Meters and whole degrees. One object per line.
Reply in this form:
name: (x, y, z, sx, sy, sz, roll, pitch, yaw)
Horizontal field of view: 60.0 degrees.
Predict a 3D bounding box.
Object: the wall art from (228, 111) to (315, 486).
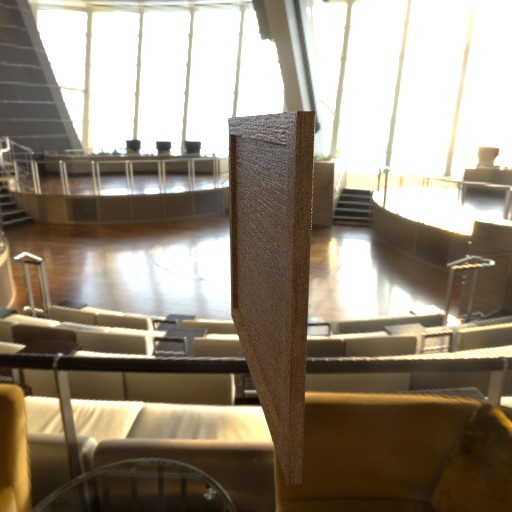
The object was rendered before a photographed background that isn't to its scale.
wall art: (0.000, 0.000, 0.973, 0.026, 0.588, 0.690, -3, 17, -10)
